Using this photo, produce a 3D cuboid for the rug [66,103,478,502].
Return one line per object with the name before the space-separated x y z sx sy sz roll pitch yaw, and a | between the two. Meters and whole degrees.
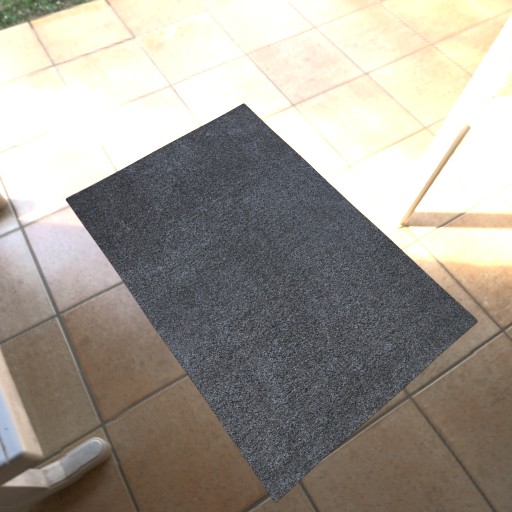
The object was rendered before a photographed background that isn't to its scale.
rug | 0.000 0.000 3.318 1.802 0.026 2.699 -34 66 -17
